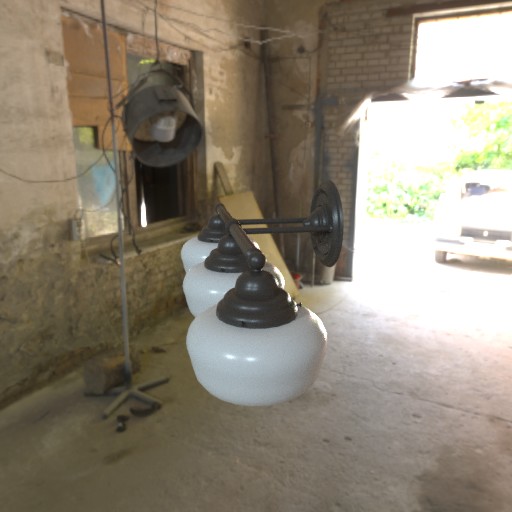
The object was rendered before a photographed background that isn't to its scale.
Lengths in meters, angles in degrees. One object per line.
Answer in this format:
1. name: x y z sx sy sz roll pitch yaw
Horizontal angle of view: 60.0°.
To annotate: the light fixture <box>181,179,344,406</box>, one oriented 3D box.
1. light fixture: 0.000 0.000 0.720 0.239 0.242 0.587 -3 14 -10
